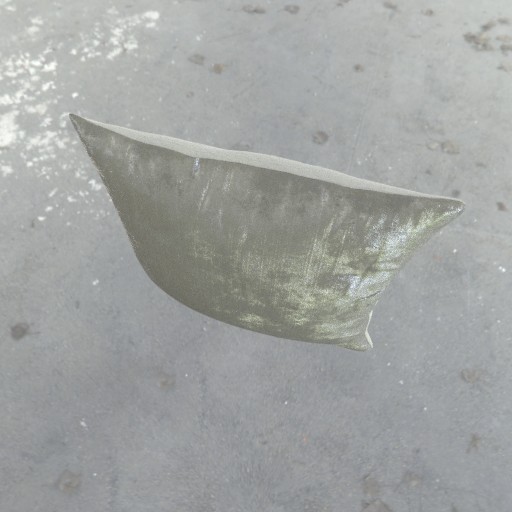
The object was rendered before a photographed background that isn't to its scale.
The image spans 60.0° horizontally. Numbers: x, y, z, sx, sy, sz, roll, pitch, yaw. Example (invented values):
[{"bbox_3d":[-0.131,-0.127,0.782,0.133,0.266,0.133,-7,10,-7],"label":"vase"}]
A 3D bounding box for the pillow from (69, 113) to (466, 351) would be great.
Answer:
[{"bbox_3d":[0.000,0.000,0.698,0.470,0.464,0.175,15,60,9],"label":"pillow"}]
